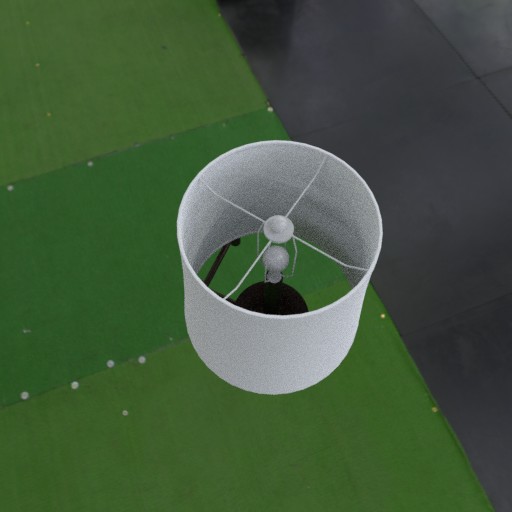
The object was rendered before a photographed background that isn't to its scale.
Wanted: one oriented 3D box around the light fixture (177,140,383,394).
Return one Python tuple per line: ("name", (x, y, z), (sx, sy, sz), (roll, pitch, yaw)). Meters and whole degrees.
("light fixture", (0.000, 0.000, 0.260), (0.100, 0.172, 0.157), (-17, 65, -8))
